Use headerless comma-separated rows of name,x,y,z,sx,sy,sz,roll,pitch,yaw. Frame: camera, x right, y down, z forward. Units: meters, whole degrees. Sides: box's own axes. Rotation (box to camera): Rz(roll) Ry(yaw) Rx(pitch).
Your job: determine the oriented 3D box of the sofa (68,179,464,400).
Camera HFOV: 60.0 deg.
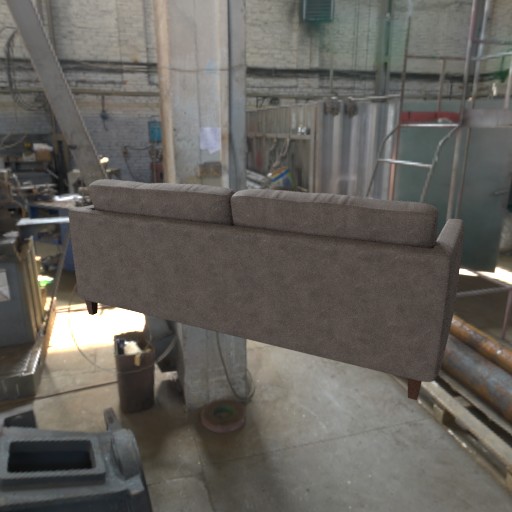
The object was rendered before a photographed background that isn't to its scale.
sofa,0.000,0.000,2.934,2.434,0.965,0.951,8,18,26
